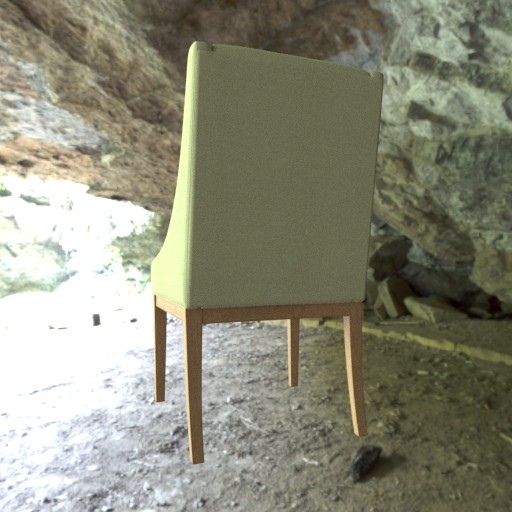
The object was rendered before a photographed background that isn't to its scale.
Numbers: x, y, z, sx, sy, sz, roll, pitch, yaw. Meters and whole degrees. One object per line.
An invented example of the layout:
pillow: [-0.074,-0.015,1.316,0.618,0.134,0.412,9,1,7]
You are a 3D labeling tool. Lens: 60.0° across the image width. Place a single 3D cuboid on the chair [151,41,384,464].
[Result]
chair: [0.000,0.000,1.394,0.575,1.021,0.611,0,0,-20]
